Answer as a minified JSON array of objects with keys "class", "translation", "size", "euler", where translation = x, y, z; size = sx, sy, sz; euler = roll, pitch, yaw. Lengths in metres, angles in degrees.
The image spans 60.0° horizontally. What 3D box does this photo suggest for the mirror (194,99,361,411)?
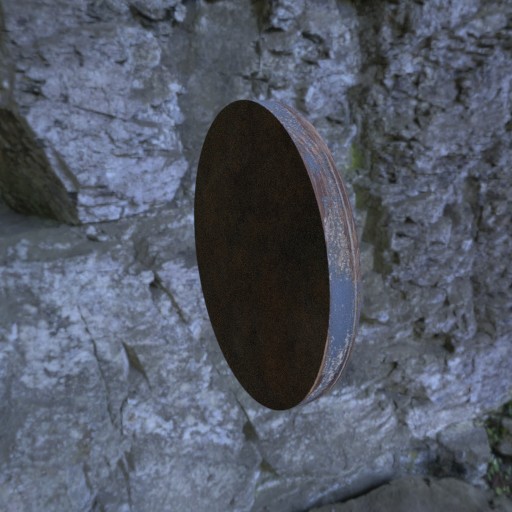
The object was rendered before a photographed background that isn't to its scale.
[{"class":"mirror","translation":[0.000,0.000,0.881],"size":[0.061,0.585,0.585],"euler":[-8,18,-25]}]
